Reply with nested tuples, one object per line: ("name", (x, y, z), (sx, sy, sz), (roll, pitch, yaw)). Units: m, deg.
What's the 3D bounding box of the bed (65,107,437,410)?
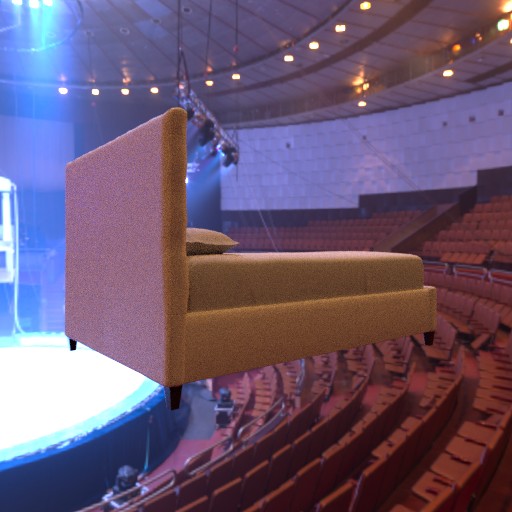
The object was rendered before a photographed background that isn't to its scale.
("bed", (0.000, 0.000, 3.442), (2.387, 1.427, 1.698), (0, 1, -39))
